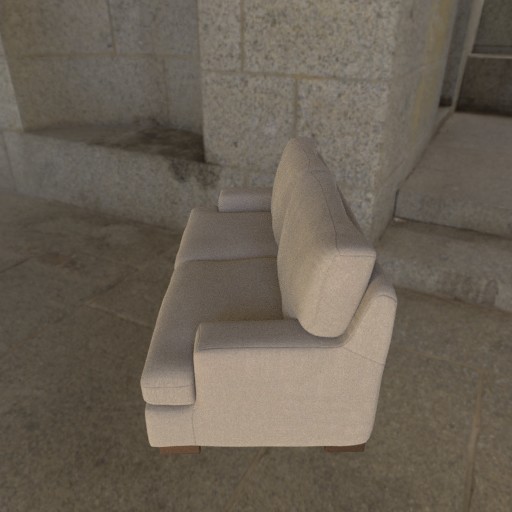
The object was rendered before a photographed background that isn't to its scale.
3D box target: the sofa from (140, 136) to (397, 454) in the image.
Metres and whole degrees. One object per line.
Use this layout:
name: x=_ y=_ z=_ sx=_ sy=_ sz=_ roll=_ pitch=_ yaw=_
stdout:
sofa: x=0.000 y=0.000 z=2.470 sx=0.962 sy=0.980 sz=1.855 roll=0 pitch=28 yaw=-1
